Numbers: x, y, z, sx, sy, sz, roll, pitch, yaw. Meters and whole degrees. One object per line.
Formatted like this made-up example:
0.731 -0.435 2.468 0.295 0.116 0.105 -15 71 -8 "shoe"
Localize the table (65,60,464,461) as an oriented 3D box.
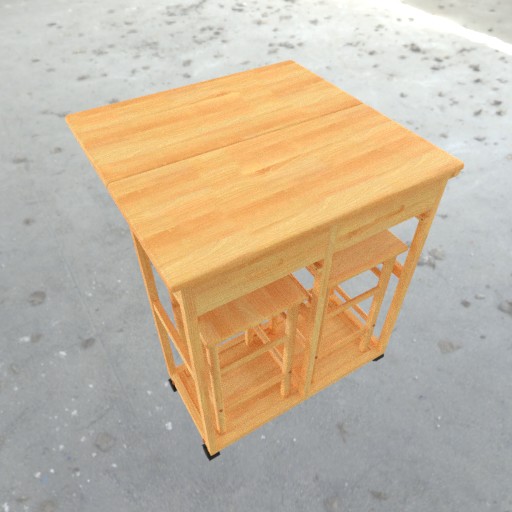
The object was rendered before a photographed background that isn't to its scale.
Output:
0.000 0.000 1.374 0.752 0.832 0.693 -23 49 -21 "table"
